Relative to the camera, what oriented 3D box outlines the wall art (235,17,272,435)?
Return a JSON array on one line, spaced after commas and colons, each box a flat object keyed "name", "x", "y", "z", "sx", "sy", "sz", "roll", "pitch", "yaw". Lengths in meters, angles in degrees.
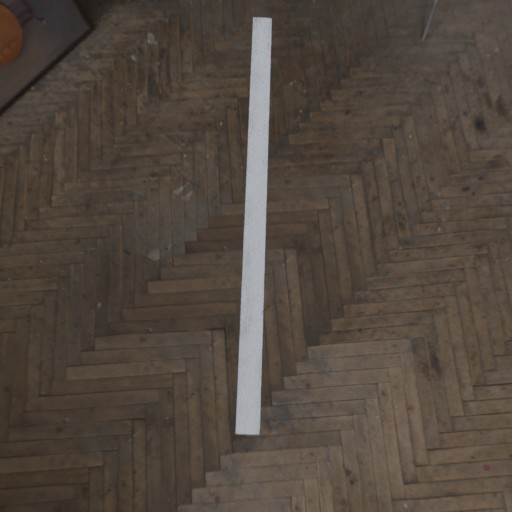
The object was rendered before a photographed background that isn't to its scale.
[{"name": "wall art", "x": 0.000, "y": 0.000, "z": 1.135, "sx": 0.038, "sy": 0.762, "sz": 0.762, "roll": 2, "pitch": 75, "yaw": 0}]
